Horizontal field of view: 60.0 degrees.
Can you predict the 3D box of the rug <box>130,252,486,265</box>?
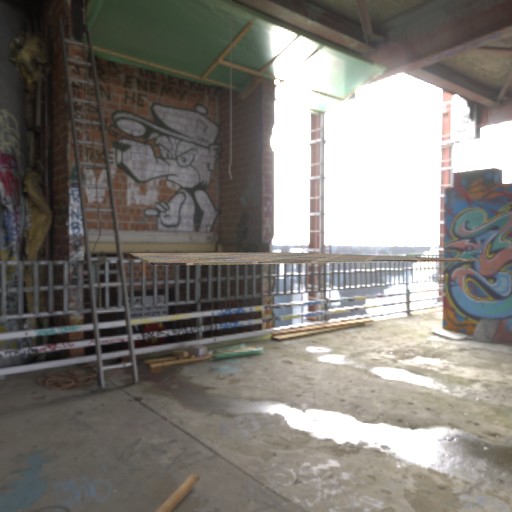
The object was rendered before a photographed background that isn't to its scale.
[{"bbox_3d":[0.000,0.000,2.339,1.216,0.006,1.828,0,1,-18],"label":"rug"}]
